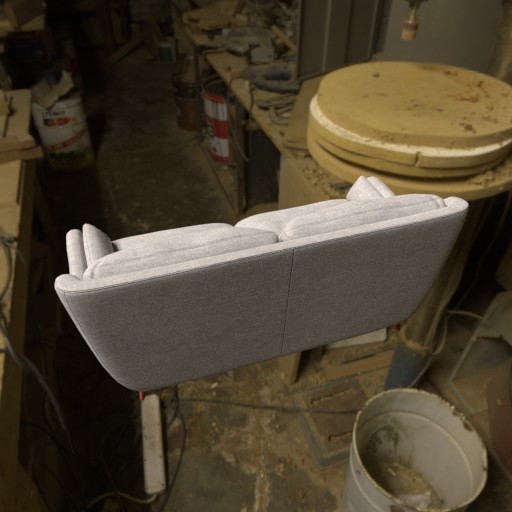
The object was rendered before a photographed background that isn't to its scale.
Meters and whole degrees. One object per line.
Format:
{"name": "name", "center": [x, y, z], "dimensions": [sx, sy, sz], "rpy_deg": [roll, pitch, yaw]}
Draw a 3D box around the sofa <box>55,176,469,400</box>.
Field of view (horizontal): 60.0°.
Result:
{"name": "sofa", "center": [0.000, 0.000, 2.425], "dimensions": [1.930, 0.897, 0.976], "rpy_deg": [-12, 42, -14]}
